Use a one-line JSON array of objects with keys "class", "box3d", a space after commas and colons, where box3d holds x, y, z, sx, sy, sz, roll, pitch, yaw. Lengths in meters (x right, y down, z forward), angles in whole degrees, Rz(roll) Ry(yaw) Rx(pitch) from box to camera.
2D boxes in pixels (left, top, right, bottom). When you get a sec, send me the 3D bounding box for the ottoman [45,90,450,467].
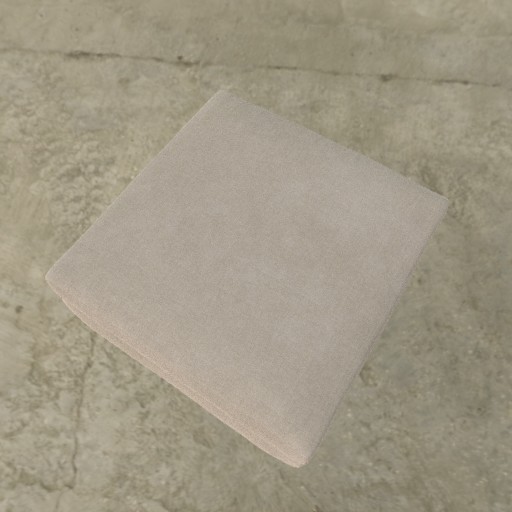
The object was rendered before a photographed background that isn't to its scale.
[{"class": "ottoman", "box3d": [0.000, 0.000, 1.842, 1.171, 0.517, 1.203, 30, 67, 14]}]
